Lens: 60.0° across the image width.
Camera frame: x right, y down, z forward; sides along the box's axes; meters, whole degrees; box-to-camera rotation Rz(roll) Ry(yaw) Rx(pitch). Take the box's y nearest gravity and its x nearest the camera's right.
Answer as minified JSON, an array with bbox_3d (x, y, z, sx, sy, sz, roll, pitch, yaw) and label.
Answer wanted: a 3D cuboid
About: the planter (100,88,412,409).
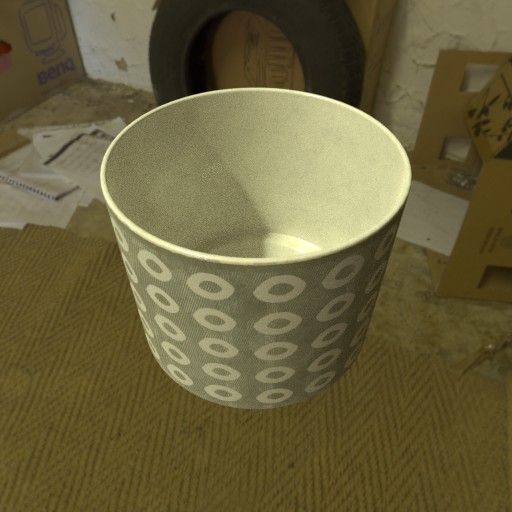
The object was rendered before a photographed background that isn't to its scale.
[{"bbox_3d":[0.000,0.000,0.341,0.190,0.181,0.190,0,45,0],"label":"planter"}]
